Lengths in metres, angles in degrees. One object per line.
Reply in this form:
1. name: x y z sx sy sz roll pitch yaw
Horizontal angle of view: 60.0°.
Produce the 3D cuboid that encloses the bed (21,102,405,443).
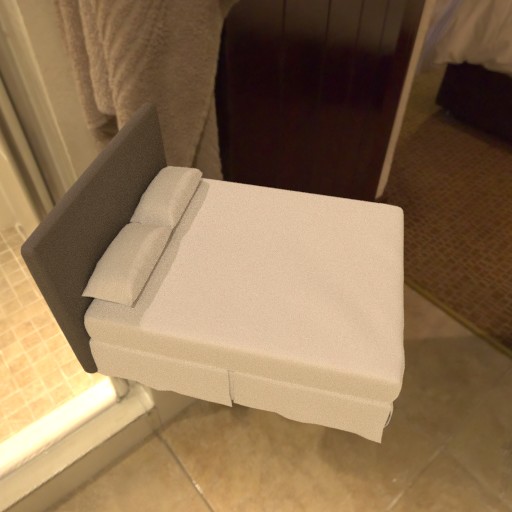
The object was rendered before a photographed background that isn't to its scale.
1. bed: 0.000 0.000 3.133 2.142 1.330 1.723 10 47 9
